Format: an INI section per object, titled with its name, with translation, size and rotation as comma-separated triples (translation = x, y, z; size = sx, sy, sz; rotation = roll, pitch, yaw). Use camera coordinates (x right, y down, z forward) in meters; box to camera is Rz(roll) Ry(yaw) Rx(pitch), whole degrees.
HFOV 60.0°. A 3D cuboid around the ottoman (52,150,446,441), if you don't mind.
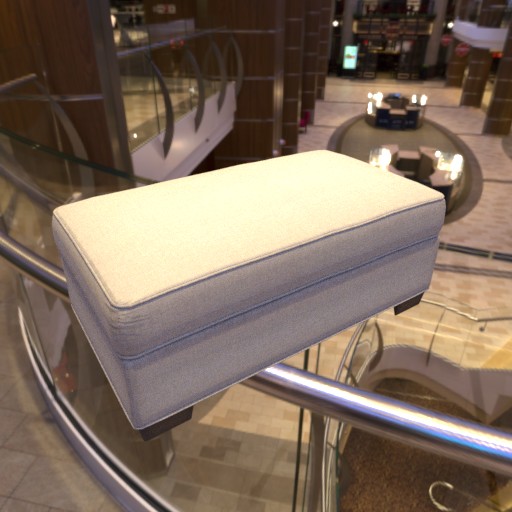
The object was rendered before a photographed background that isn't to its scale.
[ottoman]
translation = 0.000, 0.000, 1.450
size = 1.097, 0.461, 0.617
rotation = -19, 35, -28
